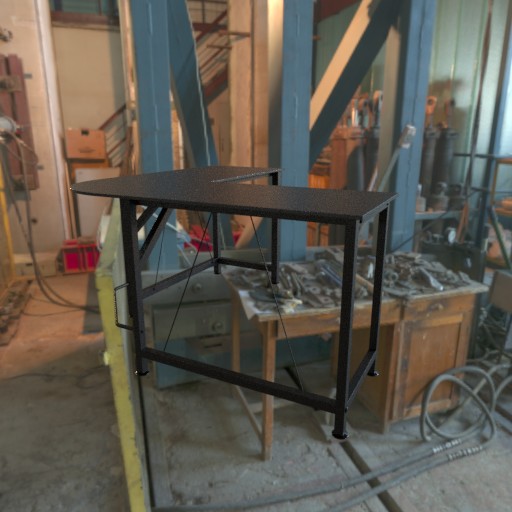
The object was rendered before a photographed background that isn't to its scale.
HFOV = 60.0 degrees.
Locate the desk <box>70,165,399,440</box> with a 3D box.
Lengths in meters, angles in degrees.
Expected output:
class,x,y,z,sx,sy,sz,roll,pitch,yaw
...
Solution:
class,x,y,z,sx,sy,sz,roll,pitch,yaw
desk,0.000,0.000,2.243,1.400,0.762,1.400,8,18,26
